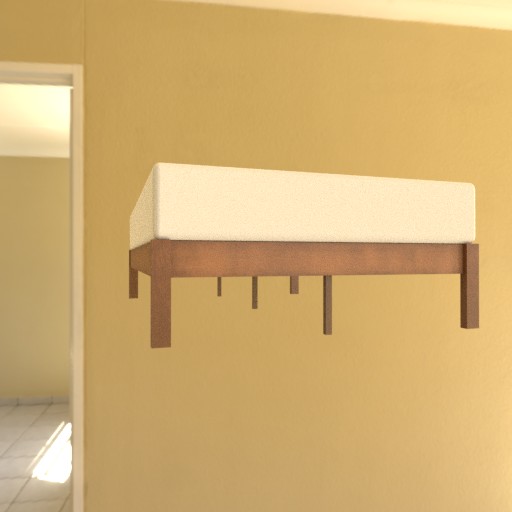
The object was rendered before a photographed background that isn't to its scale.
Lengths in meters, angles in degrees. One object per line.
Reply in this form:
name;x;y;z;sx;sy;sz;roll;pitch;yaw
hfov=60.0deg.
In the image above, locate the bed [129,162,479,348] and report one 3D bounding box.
bed;0.000;0.000;2.575;1.348;0.616;1.927;0;0;-18
